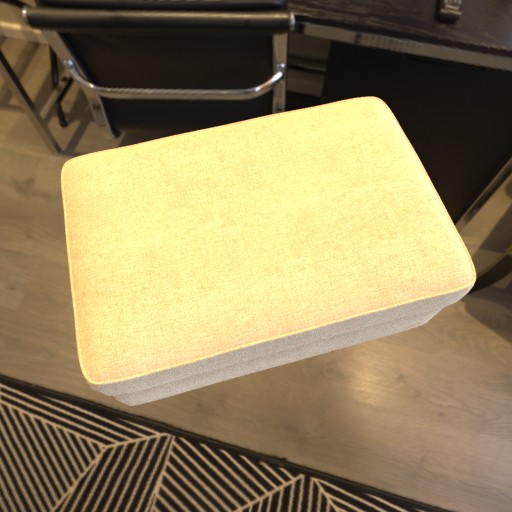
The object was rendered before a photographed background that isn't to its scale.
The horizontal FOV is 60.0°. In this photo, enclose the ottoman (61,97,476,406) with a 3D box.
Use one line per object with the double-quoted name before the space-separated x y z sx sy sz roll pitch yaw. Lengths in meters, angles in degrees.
"ottoman" 0.000 0.000 1.195 0.862 0.484 0.583 -14 65 -7
